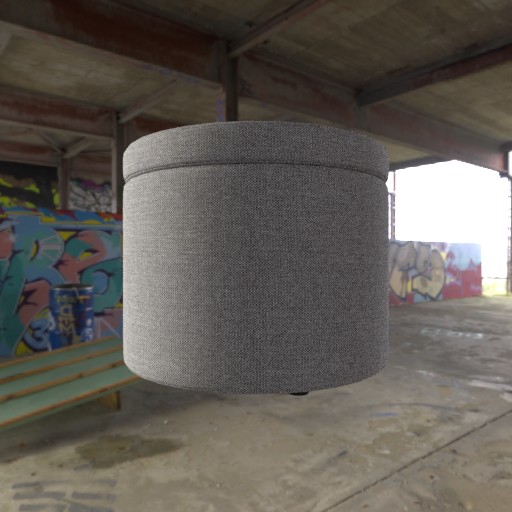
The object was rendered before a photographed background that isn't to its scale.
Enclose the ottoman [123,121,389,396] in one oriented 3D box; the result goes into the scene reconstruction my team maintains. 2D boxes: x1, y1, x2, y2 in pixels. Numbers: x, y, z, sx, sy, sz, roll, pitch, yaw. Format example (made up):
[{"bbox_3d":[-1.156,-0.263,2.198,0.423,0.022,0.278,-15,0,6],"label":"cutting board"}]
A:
[{"bbox_3d":[0.000,0.000,0.871,0.500,0.419,0.500,0,0,0],"label":"ottoman"}]
